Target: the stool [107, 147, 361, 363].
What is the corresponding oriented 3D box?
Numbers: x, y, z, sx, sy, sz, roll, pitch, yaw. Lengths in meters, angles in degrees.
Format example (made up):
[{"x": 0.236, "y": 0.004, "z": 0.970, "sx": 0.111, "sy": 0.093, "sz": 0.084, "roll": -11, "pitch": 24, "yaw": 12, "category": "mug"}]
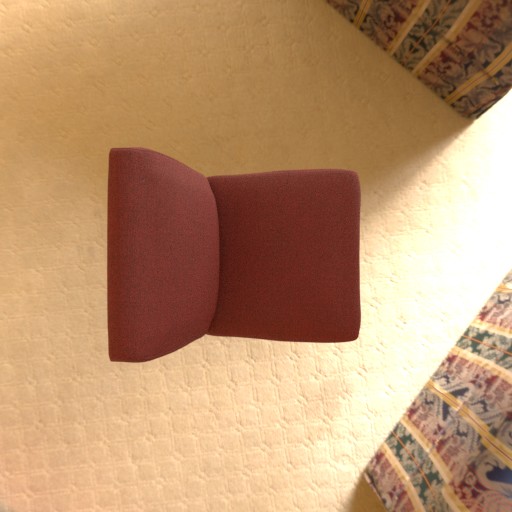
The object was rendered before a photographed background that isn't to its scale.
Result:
[{"x": 0.000, "y": 0.000, "z": 1.321, "sx": 0.562, "sy": 1.038, "sz": 0.468, "roll": 0, "pitch": 90, "yaw": 0, "category": "stool"}]
